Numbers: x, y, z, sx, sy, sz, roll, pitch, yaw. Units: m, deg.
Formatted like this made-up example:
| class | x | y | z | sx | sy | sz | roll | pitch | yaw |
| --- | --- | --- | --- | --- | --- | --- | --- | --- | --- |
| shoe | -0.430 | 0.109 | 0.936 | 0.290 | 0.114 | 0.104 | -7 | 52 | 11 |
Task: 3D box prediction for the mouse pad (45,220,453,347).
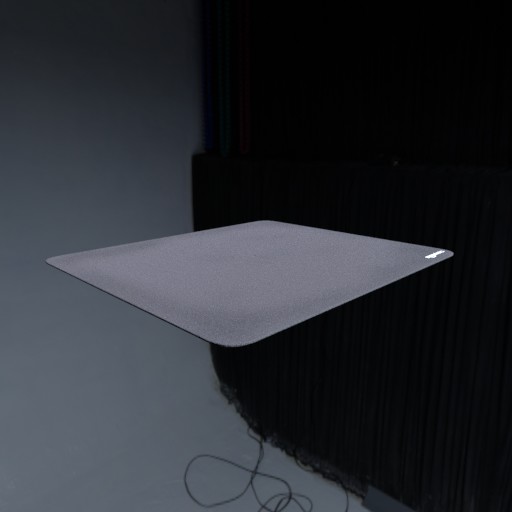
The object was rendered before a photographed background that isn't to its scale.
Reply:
| class | x | y | z | sx | sy | sz | roll | pitch | yaw |
| --- | --- | --- | --- | --- | --- | --- | --- | --- | --- |
| mouse pad | 0.000 | 0.000 | 0.630 | 0.393 | 0.002 | 0.451 | 14 | 20 | 43 |
